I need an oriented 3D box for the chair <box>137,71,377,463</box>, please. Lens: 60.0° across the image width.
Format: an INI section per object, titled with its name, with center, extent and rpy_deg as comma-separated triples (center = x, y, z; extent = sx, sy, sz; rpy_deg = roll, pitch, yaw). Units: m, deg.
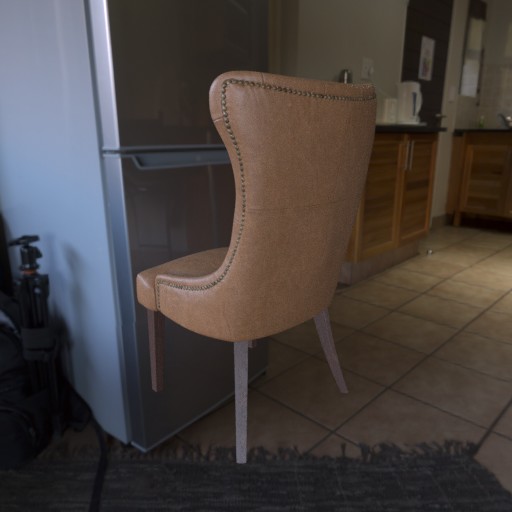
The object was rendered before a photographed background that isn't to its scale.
[chair]
center = 0.000, 0.000, 1.464
extent = 0.611, 1.065, 0.669
rpy_deg = -15, 22, -41
